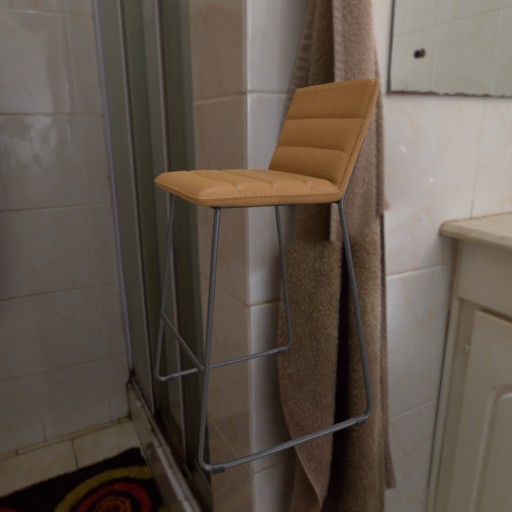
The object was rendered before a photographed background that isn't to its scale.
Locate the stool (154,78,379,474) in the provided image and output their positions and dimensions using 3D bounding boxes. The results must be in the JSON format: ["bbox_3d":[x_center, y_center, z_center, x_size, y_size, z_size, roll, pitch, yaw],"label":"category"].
[{"bbox_3d":[0.000,0.000,1.255,0.524,0.936,0.489,-8,18,-25],"label":"stool"}]
